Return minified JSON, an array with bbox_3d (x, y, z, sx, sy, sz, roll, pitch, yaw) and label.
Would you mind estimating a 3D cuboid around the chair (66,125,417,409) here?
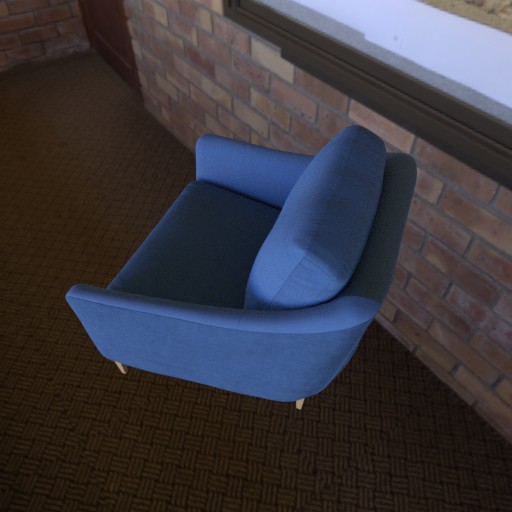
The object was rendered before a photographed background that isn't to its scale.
[{"bbox_3d":[0.000,0.000,1.687,0.961,0.899,0.987,16,50,14],"label":"chair"}]
